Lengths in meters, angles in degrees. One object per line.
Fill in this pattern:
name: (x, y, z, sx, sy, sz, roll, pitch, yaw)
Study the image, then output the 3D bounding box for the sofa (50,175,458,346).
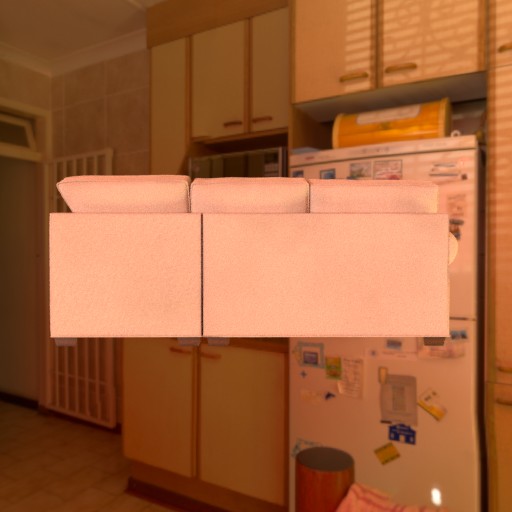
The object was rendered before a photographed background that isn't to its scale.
sofa: (0.000, 0.000, 3.922, 2.487, 1.053, 2.562, 0, 1, 0)
